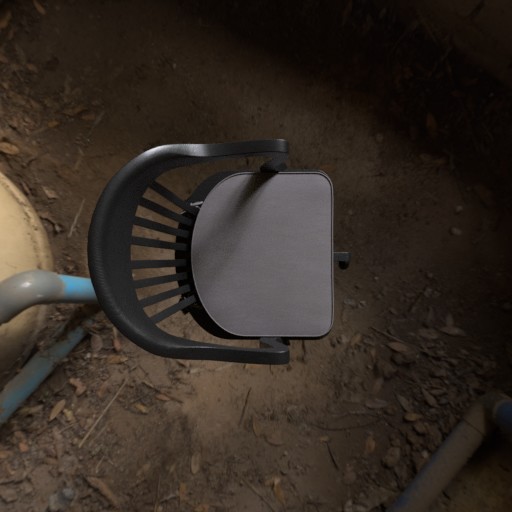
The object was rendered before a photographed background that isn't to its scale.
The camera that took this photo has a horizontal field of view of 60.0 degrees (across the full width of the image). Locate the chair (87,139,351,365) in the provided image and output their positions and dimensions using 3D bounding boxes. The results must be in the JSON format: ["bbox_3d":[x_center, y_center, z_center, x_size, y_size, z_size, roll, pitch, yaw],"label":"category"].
[{"bbox_3d":[0.000,0.000,1.473,0.788,0.878,0.750,0,89,0],"label":"chair"}]
